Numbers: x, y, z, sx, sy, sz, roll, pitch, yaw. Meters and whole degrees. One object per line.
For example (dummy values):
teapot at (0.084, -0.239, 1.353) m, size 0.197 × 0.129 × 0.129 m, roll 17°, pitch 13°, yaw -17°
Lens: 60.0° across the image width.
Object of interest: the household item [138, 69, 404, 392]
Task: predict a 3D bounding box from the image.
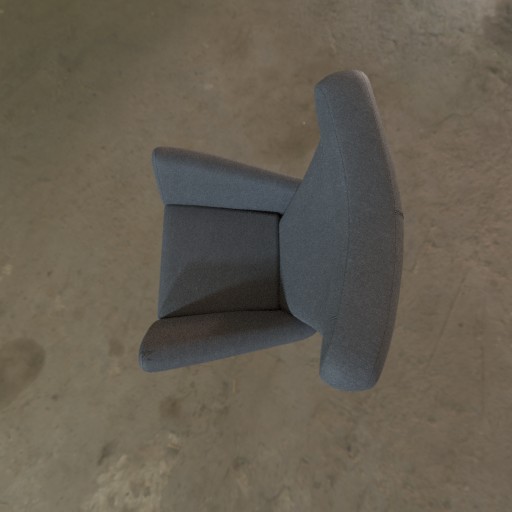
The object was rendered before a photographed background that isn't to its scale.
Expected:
household item at (0.000, 0.000, 1.742) m, size 0.900 × 1.050 × 0.980 m, roll 0°, pitch 75°, yaw 0°
